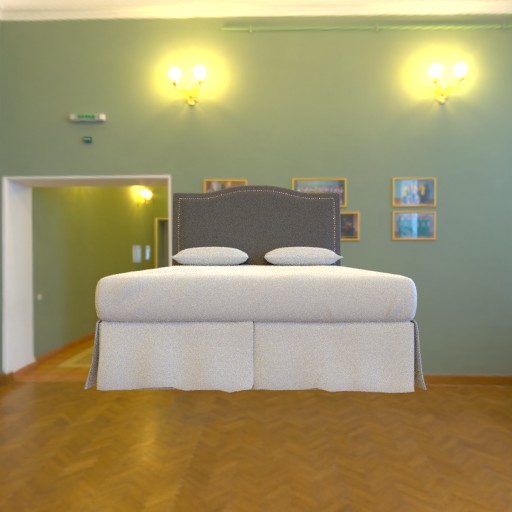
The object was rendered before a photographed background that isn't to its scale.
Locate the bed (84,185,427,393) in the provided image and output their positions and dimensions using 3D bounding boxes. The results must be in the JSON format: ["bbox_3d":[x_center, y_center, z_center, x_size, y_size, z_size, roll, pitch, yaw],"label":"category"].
[{"bbox_3d":[0.000,0.000,3.443,1.821,1.436,2.282,0,0,0],"label":"bed"}]
